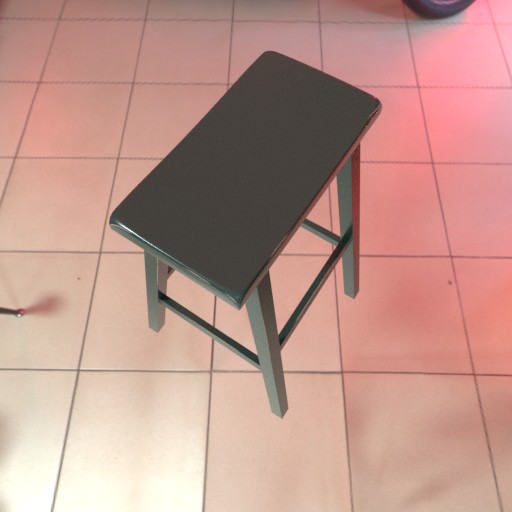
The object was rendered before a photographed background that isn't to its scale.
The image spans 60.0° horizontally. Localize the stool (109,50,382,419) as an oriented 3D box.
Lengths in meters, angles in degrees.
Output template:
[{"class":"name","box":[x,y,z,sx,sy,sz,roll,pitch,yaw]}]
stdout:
[{"class":"stool","box":[0.000,0.000,1.039,0.476,0.737,0.457,31,68,14]}]
